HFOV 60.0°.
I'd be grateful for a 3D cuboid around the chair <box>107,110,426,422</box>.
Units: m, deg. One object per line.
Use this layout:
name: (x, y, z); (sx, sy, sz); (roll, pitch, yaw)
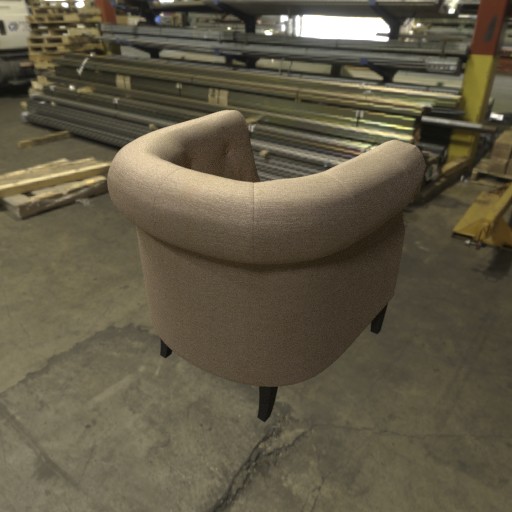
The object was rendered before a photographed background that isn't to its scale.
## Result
chair: (0.000, 0.000, 1.580); (0.905, 0.827, 0.852); (22, 37, 32)
